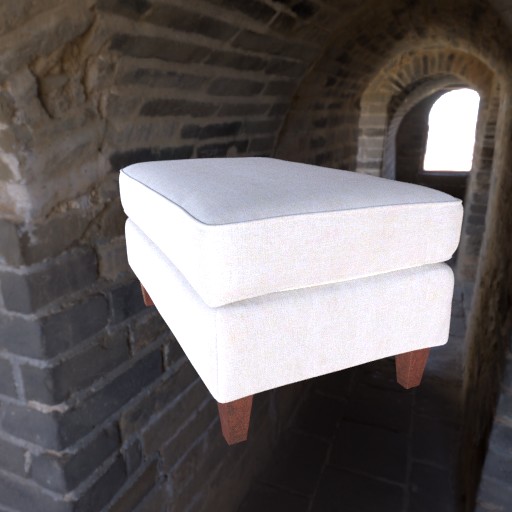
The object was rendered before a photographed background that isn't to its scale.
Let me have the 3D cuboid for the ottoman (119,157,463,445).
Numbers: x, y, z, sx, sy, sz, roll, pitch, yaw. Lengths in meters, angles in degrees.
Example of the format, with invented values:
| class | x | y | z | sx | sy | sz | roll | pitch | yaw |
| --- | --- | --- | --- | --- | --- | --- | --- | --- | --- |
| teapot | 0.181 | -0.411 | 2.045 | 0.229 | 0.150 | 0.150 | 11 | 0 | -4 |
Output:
| class | x | y | z | sx | sy | sz | roll | pitch | yaw |
| --- | --- | --- | --- | --- | --- | --- | --- | --- | --- |
| ottoman | 0.000 | 0.000 | 1.209 | 0.583 | 0.484 | 0.862 | -8 | 19 | -24 |
